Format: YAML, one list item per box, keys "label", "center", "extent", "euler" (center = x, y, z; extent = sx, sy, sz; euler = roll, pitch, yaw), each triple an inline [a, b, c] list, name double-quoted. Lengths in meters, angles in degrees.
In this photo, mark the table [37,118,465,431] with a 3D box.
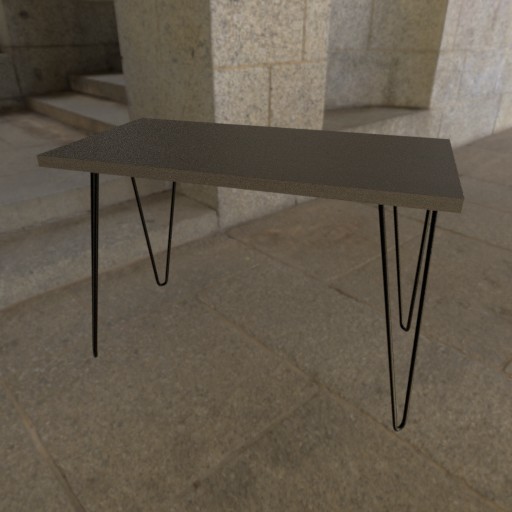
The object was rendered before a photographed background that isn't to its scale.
- label: "table"
  center: [0.000, 0.000, 1.336]
  extent: [0.991, 0.660, 0.499]
  euler: [9, 29, 16]
